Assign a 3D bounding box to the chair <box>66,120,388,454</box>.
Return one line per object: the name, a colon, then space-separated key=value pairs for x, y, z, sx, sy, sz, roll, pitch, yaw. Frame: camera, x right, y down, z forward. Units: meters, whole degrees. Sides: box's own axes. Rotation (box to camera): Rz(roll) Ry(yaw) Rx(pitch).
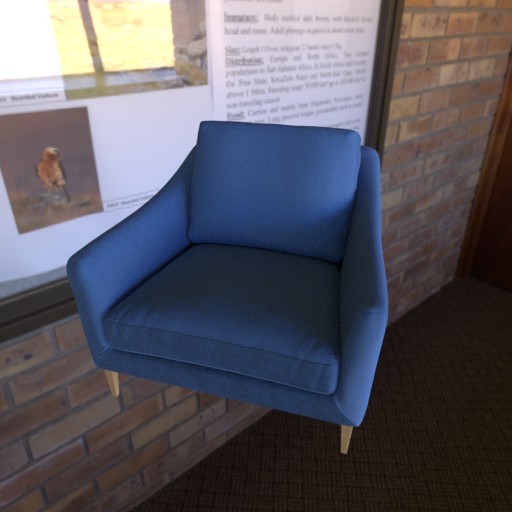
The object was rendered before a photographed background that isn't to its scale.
chair: x=0.000 y=0.000 z=1.716 sx=0.987 sy=0.899 sz=0.961 roll=8 pitch=30 yaw=15
